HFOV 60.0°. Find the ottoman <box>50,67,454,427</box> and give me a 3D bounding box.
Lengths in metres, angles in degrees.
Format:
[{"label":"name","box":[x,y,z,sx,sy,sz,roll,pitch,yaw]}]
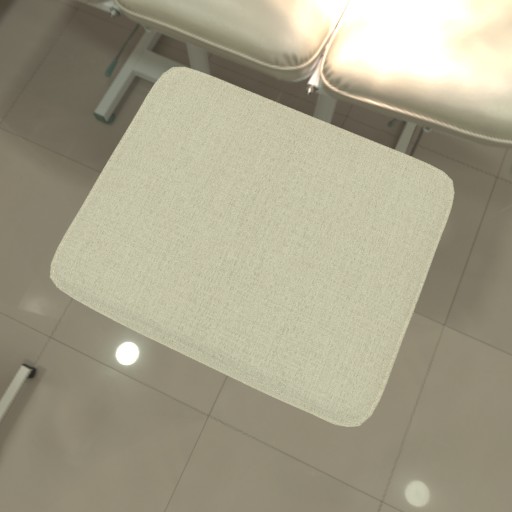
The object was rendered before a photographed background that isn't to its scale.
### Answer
[{"label":"ottoman","box":[0.000,0.000,1.115,0.738,0.537,0.589,24,77,6]}]
